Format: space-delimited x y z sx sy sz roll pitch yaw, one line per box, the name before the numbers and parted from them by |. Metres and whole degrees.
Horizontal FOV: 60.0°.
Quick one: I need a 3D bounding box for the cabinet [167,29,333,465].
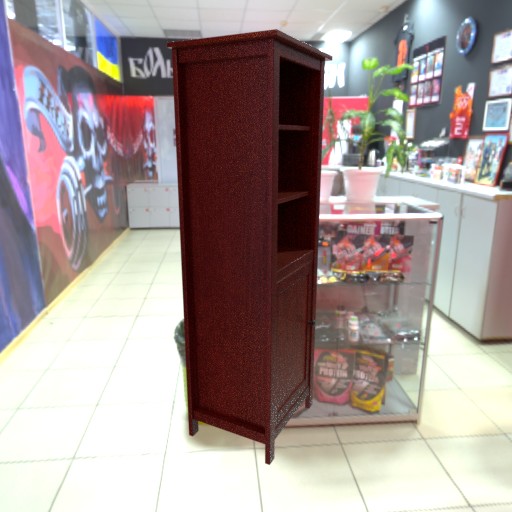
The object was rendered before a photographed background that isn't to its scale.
cabinet | 0.000 0.000 1.773 0.401 1.518 0.500 8 17 27
